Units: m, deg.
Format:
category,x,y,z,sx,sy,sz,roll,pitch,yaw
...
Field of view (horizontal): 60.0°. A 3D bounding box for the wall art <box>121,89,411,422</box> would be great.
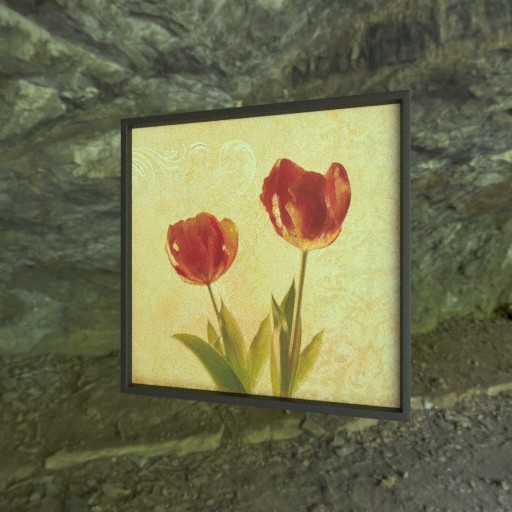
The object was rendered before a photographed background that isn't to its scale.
category,x,y,z,sx,sy,sz,roll,pitch,yaw
wall art,0.000,0.000,0.532,0.349,0.349,0.038,0,0,17
